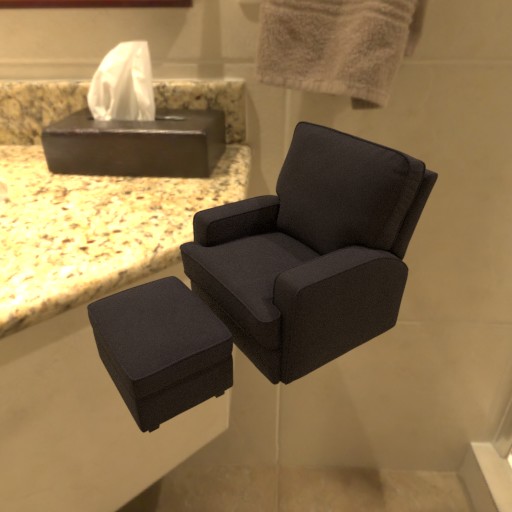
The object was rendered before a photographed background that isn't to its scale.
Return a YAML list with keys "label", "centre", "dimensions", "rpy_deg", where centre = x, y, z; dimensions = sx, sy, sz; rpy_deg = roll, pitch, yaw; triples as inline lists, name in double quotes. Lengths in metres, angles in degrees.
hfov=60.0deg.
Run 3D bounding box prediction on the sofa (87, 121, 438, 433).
- label: "sofa"
  centre: [0.000, 0.000, 2.048]
  dimensions: [1.472, 0.959, 0.861]
  rpy_deg: [-20, 36, -29]
